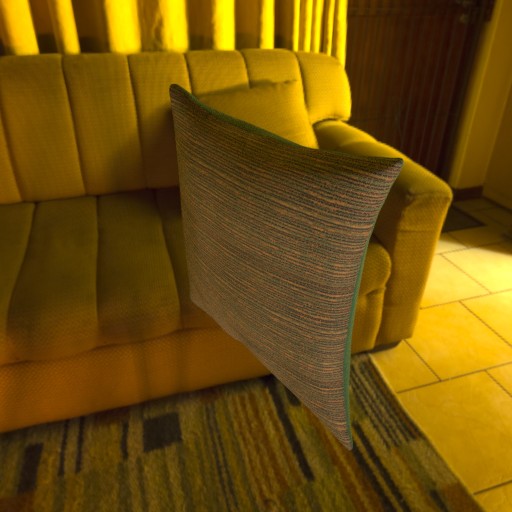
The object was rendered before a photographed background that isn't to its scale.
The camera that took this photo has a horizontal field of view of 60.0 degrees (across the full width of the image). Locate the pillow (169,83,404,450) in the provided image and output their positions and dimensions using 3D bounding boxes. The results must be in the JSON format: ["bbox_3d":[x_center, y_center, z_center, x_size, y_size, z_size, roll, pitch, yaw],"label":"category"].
[{"bbox_3d":[0.000,0.000,0.770,0.150,0.497,0.514,-22,38,-31],"label":"pillow"}]
